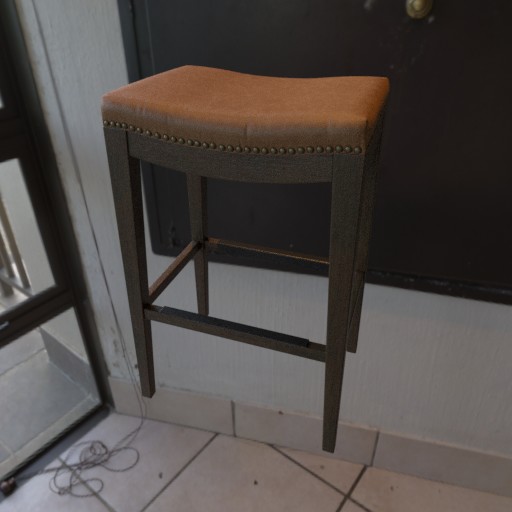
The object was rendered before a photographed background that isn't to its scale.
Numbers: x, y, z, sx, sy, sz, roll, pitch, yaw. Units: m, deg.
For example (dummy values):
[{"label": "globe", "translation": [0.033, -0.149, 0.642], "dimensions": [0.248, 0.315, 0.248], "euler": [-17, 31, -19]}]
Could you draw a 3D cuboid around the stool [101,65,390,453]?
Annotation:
[{"label": "stool", "translation": [0.000, 0.000, 1.024], "dimensions": [0.500, 0.759, 0.361], "euler": [11, 34, 16]}]
